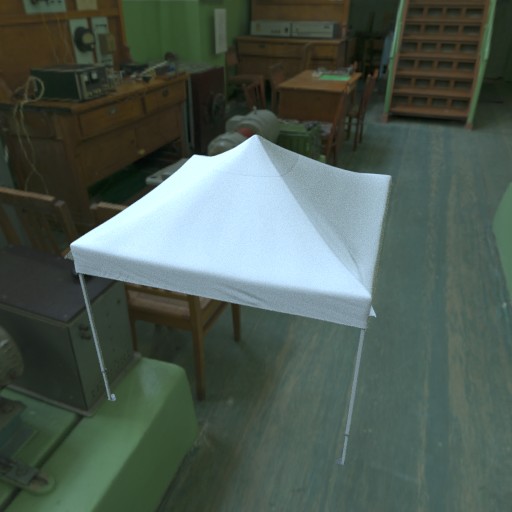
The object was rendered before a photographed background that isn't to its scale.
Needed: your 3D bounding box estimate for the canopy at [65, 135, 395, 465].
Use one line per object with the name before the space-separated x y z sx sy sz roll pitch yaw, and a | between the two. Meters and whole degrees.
canopy | 0.000 0.000 5.475 2.996 2.998 2.994 9 32 15
